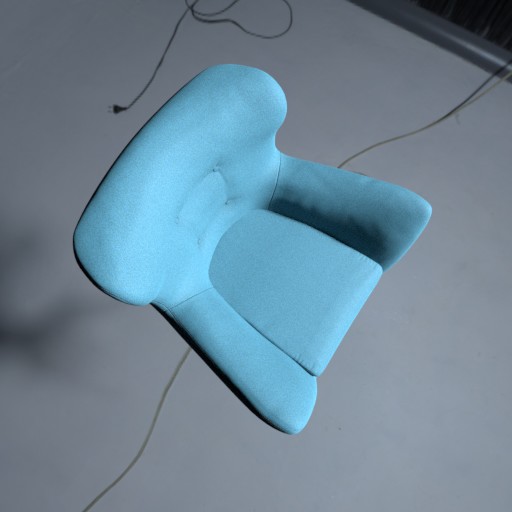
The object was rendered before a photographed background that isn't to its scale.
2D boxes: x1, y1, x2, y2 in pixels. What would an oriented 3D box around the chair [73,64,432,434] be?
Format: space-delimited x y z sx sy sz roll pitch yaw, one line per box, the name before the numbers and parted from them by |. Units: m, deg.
chair | 0.000 0.000 1.605 0.889 0.889 0.890 33 78 8
